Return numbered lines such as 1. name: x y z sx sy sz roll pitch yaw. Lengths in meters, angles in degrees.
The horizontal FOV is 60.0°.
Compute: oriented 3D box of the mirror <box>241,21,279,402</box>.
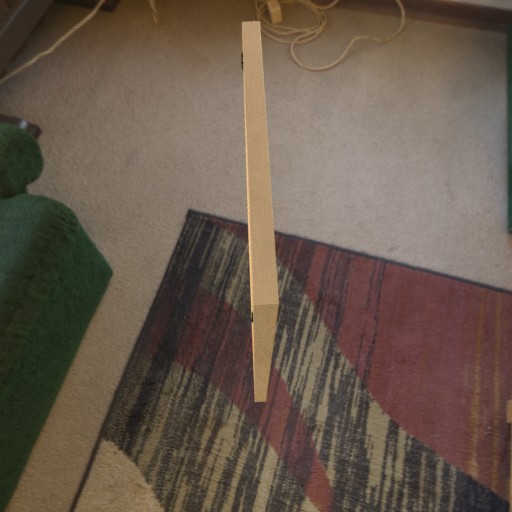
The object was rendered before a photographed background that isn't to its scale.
1. mirror: 0.000 0.000 1.174 0.041 0.915 0.609 -2 64 -1
